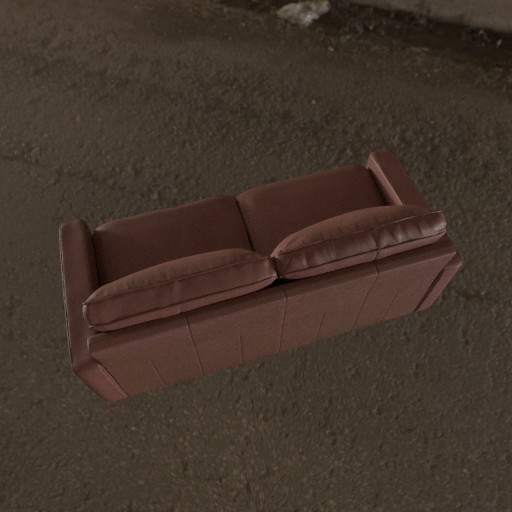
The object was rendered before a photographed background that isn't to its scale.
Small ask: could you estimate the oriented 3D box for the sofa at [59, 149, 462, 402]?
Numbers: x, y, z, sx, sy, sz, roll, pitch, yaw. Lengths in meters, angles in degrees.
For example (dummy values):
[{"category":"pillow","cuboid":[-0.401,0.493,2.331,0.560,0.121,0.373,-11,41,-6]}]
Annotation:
[{"category":"sofa","cuboid":[0.000,0.000,2.545,2.080,0.919,0.940,-14,59,-9]}]
